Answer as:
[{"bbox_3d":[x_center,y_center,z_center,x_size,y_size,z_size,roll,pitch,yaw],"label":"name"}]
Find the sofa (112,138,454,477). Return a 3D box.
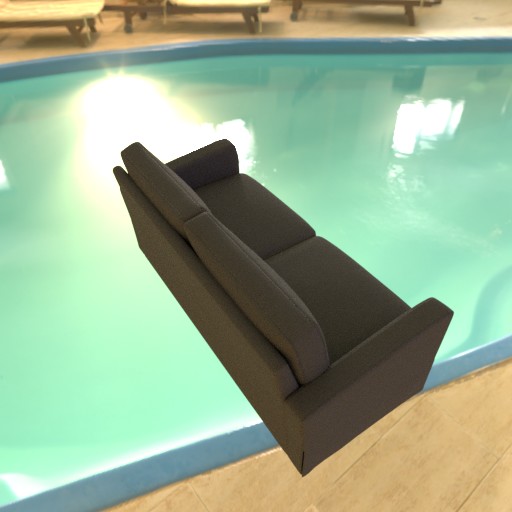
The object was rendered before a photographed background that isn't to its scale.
[{"bbox_3d":[0.000,0.000,2.370,0.898,0.839,1.852,-24,47,-24],"label":"sofa"}]
